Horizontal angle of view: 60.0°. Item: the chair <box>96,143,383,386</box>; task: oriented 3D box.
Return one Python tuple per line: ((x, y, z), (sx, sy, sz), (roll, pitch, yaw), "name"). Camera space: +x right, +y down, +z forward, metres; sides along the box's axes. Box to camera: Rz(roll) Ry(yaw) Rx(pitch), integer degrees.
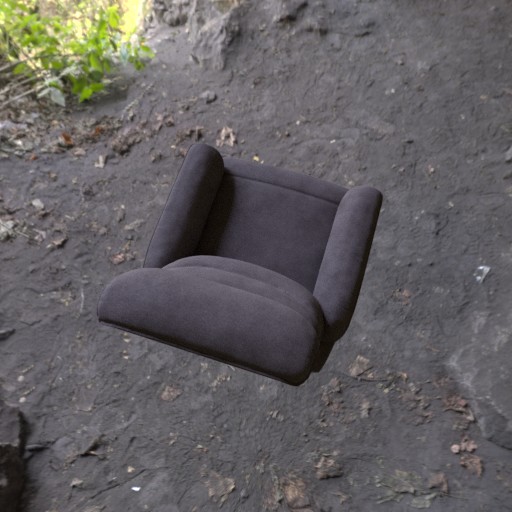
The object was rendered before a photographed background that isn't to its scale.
((0.000, 0.000, 1.720), (0.830, 1.036, 1.009), (16, 66, 7), "chair")
